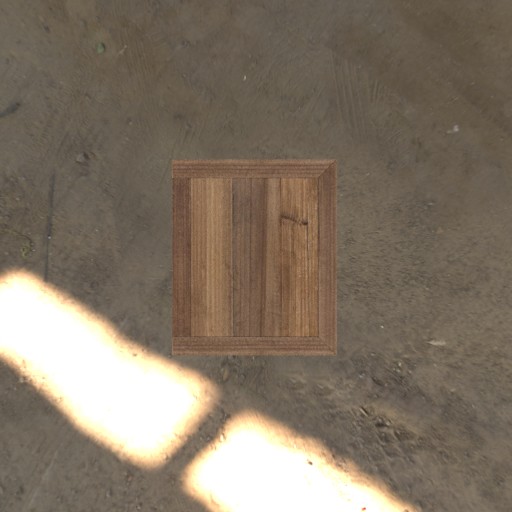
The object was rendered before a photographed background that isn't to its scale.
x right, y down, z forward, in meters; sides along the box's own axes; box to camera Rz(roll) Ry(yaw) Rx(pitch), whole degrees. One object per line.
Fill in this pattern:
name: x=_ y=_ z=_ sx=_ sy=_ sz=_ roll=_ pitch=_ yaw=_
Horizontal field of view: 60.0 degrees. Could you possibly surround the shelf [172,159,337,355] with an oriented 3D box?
shelf: x=0.000 y=0.000 z=2.078 sx=0.428 sy=1.900 sz=0.500 roll=0 pitch=90 yaw=0
